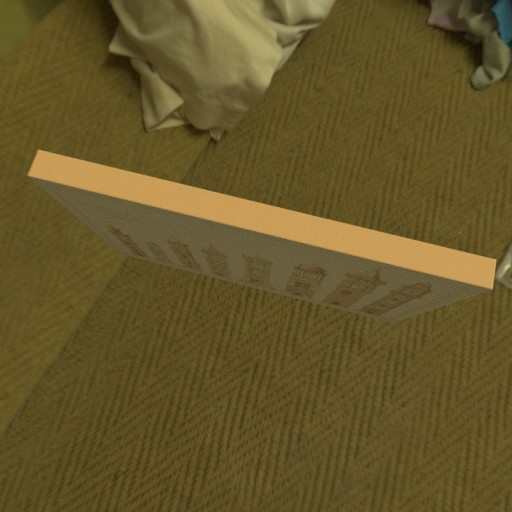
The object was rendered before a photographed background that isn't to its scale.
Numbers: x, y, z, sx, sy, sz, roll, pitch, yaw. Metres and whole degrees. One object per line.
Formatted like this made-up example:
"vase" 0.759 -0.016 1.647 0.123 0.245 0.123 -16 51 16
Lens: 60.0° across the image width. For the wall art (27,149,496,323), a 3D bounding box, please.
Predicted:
"wall art" 0.000 0.000 0.765 0.609 0.407 0.039 14 76 4
